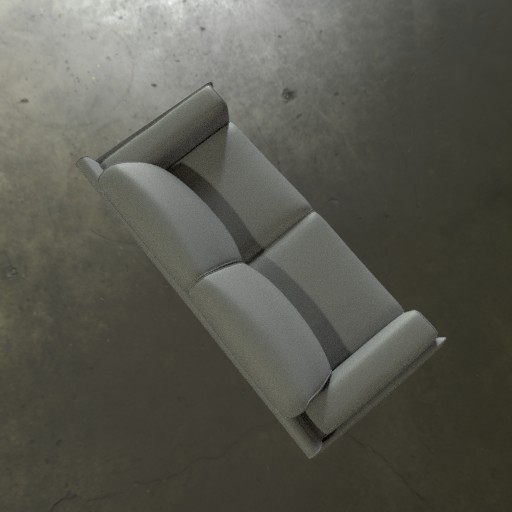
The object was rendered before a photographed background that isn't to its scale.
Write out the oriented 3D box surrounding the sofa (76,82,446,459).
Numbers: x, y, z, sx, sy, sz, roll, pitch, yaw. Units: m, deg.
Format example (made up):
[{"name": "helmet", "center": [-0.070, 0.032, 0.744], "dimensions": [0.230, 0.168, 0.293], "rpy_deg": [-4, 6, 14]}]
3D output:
[{"name": "sofa", "center": [0.000, 0.000, 2.614], "dimensions": [0.969, 0.900, 2.100], "rpy_deg": [-39, 79, -9]}]
